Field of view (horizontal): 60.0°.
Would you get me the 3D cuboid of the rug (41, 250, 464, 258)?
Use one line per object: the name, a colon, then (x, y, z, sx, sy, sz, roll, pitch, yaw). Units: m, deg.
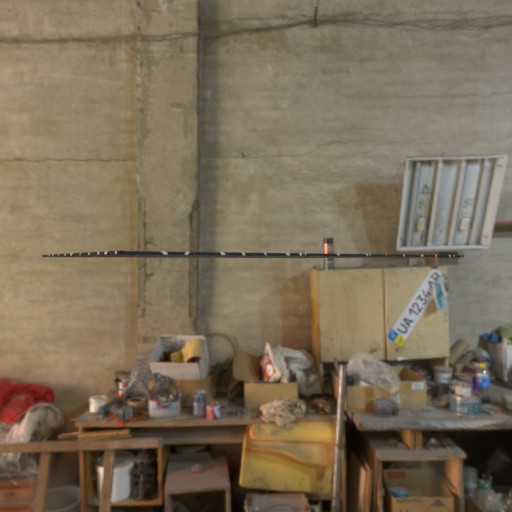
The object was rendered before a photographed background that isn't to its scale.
rug: (0.000, 0.000, 2.292, 1.830, 0.013, 1.223, 0, -1, -35)
